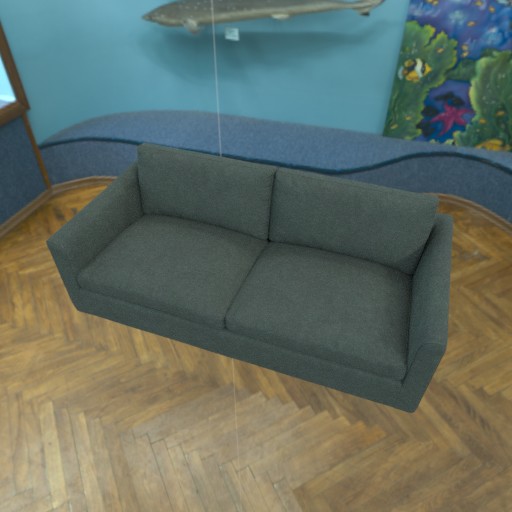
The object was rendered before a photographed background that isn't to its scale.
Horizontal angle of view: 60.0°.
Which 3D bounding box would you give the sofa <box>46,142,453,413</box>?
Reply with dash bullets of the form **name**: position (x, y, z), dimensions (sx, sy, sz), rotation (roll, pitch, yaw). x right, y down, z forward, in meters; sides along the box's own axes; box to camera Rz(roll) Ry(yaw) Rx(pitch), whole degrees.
- **sofa**: position (0.000, 0.000, 2.815), dimensions (2.257, 0.838, 1.092), rotation (14, 43, 15)
